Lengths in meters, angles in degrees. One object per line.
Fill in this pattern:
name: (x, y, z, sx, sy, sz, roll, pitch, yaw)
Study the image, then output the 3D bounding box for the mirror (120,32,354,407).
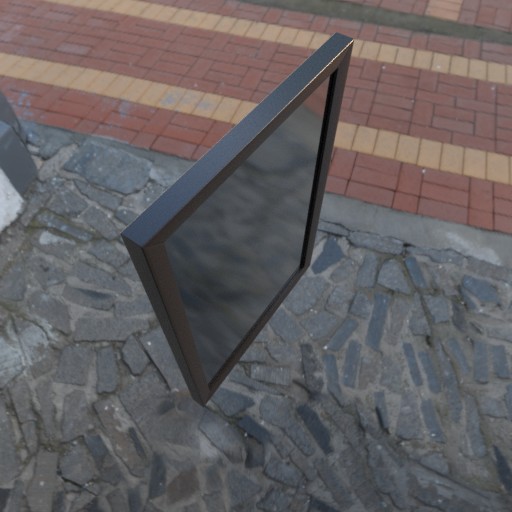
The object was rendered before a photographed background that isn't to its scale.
mirror: (0.000, 0.000, 0.921, 0.040, 0.710, 0.507, 31, 62, 18)
